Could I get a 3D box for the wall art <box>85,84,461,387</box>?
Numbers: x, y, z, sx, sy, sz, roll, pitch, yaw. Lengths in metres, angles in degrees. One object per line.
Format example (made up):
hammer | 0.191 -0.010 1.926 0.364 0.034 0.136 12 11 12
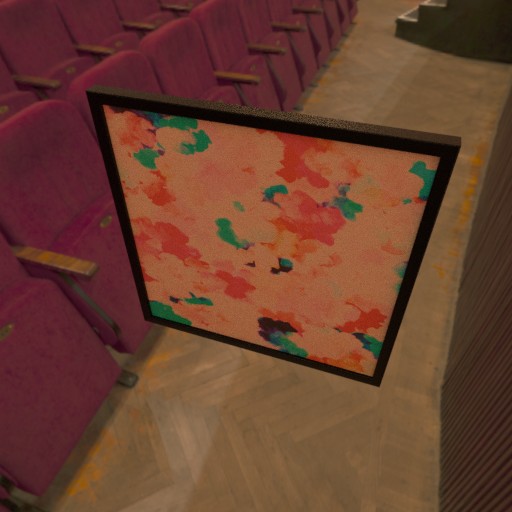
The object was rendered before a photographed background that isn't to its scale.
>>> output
wall art | 0.000 0.000 1.115 0.756 0.755 0.036 13 43 14
